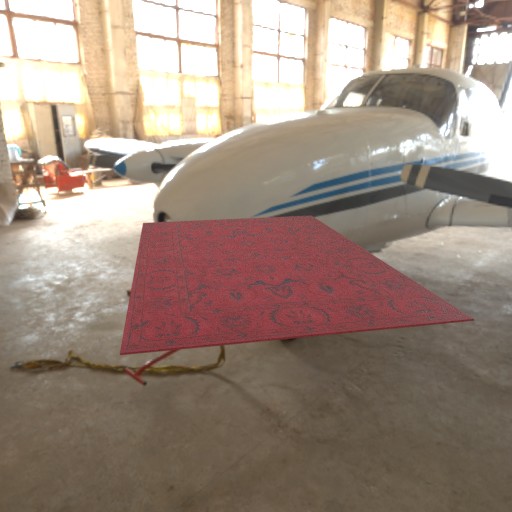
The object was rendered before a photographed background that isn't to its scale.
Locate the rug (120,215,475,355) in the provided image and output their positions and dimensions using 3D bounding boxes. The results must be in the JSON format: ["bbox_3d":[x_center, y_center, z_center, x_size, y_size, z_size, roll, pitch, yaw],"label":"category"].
[{"bbox_3d":[0.000,0.000,2.299,1.209,0.008,1.814,-3,17,-11],"label":"rug"}]
